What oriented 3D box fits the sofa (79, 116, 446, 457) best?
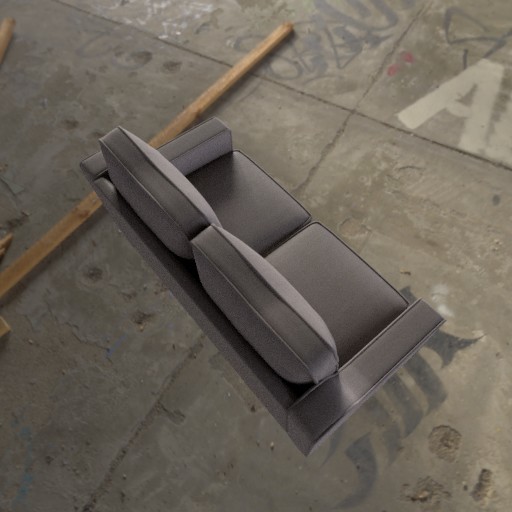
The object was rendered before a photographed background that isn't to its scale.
[{"bbox_3d":[0.000,0.000,1.996,0.791,0.948,1.500,-36,65,-19],"label":"sofa"}]
